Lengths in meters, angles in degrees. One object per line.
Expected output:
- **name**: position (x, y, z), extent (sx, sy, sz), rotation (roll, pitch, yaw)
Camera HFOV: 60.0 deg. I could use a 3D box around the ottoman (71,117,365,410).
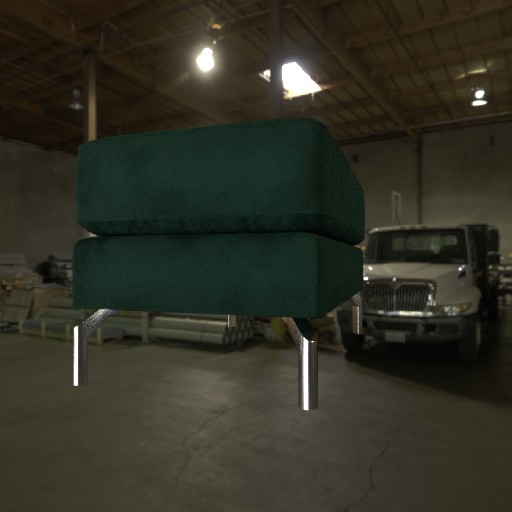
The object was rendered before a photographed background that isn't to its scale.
- **ottoman**: position (0.000, 0.000, 1.238), extent (0.536, 0.533, 0.886), rotation (0, -1, 18)
